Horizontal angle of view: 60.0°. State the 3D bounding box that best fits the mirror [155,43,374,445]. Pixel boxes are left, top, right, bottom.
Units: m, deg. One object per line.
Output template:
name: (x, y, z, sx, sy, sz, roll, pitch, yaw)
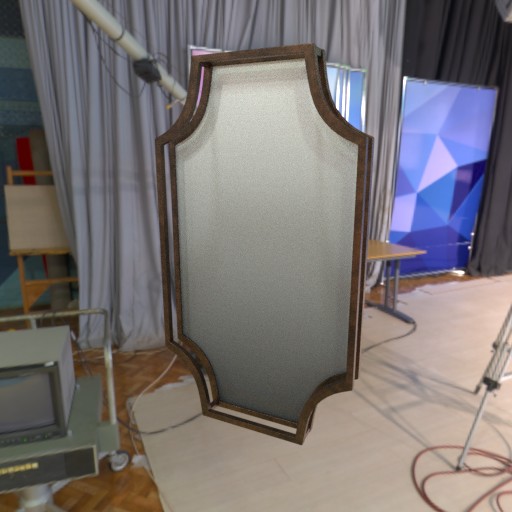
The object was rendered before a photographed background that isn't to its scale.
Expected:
mirror: (0.000, 0.000, 0.956, 0.462, 0.811, 0.066, 7, 15, 25)
